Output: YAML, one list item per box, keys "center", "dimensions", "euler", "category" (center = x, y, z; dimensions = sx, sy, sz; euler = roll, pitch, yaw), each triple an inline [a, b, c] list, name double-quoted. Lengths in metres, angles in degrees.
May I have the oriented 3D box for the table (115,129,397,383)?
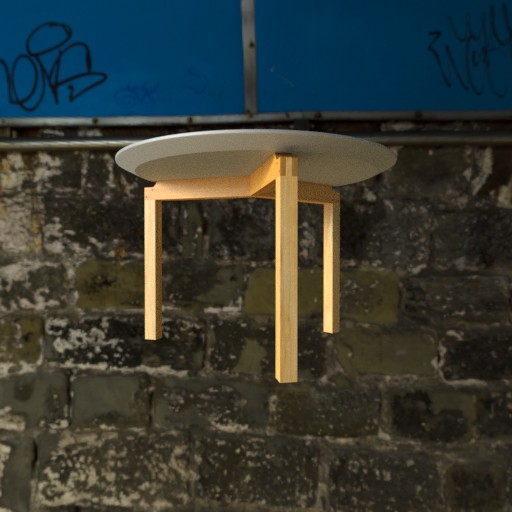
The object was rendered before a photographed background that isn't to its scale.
- center: [0.000, 0.000, 0.994]
  dimensions: [0.600, 0.405, 0.600]
  euler: [0, 1, 0]
  category: "table"
